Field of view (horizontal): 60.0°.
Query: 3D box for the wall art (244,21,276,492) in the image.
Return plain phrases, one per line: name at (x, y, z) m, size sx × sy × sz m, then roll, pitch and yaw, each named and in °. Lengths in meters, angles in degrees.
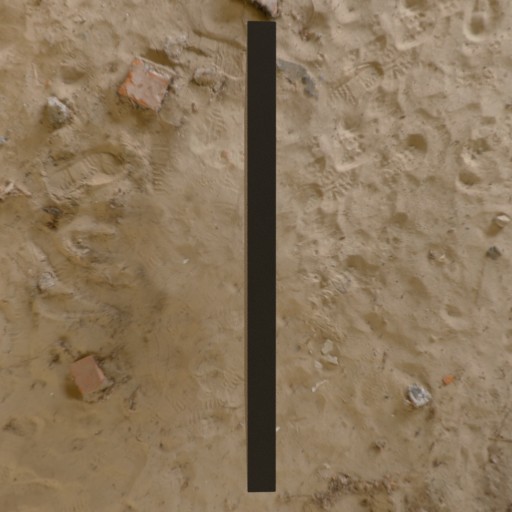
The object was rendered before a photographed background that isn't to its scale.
wall art at (0.000, 0.000, 1.202) m, size 0.058 × 0.640 × 0.939 m, roll 0°, pitch 91°, yaw -2°
